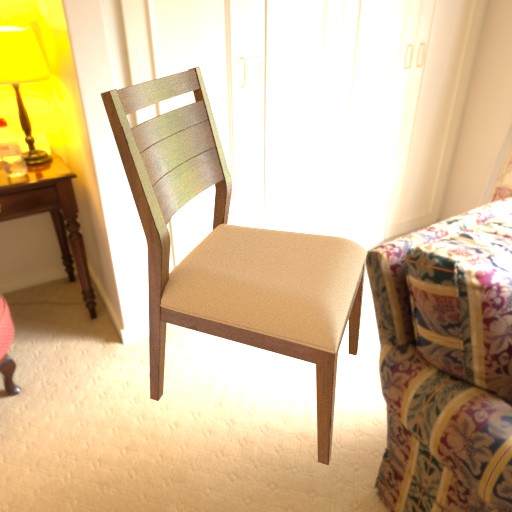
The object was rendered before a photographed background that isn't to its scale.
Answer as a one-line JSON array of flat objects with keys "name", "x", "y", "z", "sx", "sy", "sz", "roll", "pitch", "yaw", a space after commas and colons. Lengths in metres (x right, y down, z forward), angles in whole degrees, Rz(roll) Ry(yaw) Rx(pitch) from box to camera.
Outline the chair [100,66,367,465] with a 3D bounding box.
[{"name": "chair", "x": 0.000, "y": 0.000, "z": 1.273, "sx": 0.610, "sy": 0.939, "sz": 0.497, "roll": 11, "pitch": 32, "yaw": 18}]
